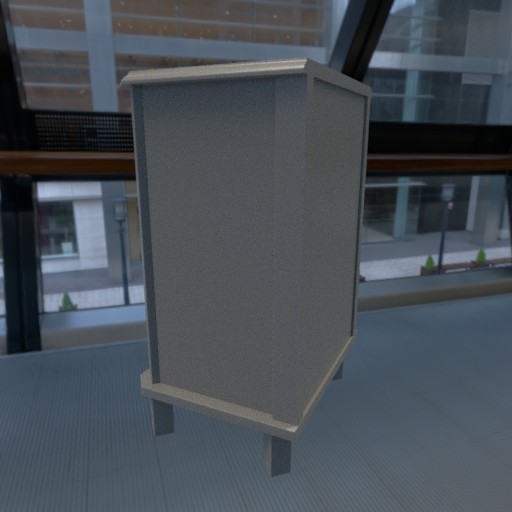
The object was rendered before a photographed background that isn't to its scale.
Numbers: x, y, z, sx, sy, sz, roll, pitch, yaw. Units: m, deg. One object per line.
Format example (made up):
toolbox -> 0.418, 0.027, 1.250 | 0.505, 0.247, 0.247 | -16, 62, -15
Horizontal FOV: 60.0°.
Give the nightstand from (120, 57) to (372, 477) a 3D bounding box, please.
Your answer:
nightstand -> 0.000, 0.000, 0.922 | 0.348, 0.680, 0.435 | 7, 17, 25
